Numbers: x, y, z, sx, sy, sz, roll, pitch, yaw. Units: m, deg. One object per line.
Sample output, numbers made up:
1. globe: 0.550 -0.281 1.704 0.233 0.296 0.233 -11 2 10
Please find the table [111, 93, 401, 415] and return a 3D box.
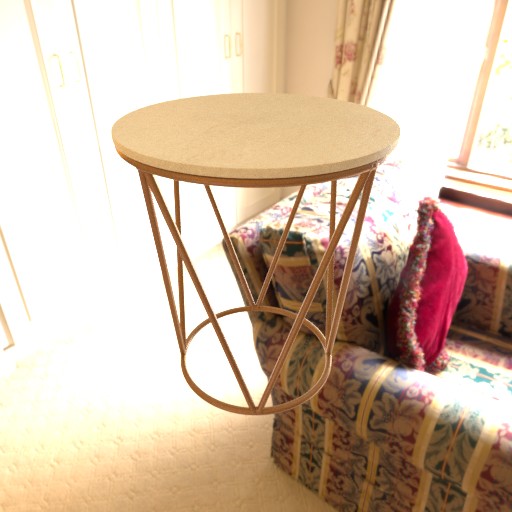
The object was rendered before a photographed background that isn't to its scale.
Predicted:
1. table: 0.000 0.000 0.936 0.500 0.564 0.500 0 31 0
